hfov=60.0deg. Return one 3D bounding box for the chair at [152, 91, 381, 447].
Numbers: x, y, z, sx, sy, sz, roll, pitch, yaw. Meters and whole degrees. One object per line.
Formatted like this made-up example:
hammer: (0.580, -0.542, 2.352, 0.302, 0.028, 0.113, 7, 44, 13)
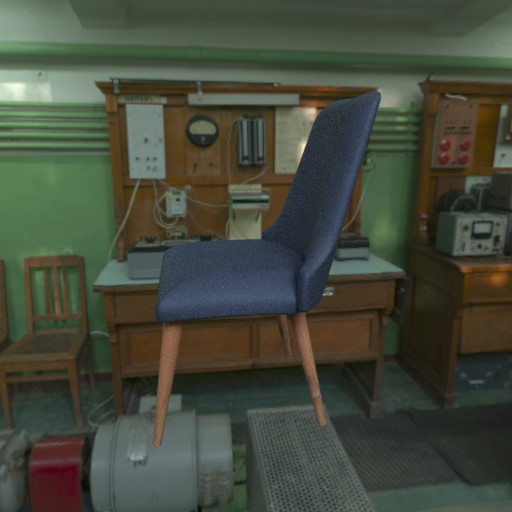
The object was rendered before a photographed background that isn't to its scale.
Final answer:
chair: (0.000, 0.000, 1.188, 0.567, 0.820, 0.504, -2, 14, -9)
